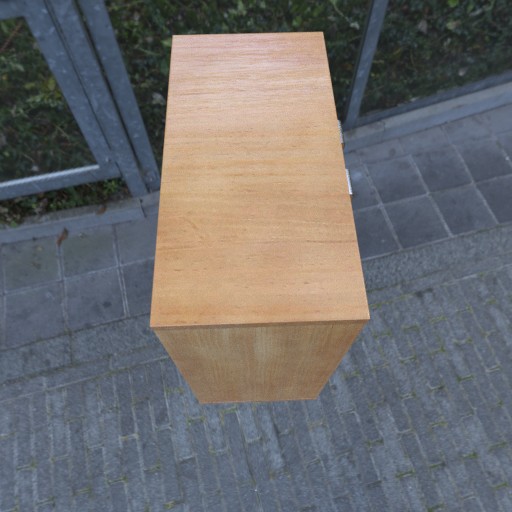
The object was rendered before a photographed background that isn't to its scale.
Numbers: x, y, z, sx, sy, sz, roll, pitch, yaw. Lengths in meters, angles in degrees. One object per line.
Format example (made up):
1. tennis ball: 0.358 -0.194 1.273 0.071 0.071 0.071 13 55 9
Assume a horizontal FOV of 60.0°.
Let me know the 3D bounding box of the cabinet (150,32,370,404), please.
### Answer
1. cabinet: 0.000 0.000 1.424 0.419 1.001 0.800 -2 62 -1
